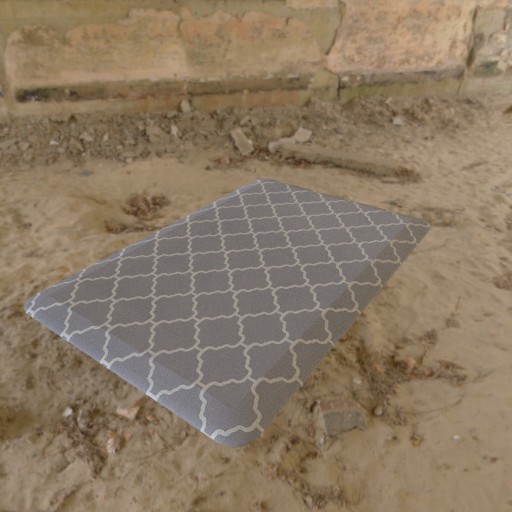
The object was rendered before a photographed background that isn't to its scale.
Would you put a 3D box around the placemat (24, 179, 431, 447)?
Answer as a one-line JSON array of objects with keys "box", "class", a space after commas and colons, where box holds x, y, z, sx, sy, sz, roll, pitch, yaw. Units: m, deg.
[{"box": [0.000, 0.000, 0.923, 0.508, 0.021, 0.762, 21, 37, 30], "class": "placemat"}]
